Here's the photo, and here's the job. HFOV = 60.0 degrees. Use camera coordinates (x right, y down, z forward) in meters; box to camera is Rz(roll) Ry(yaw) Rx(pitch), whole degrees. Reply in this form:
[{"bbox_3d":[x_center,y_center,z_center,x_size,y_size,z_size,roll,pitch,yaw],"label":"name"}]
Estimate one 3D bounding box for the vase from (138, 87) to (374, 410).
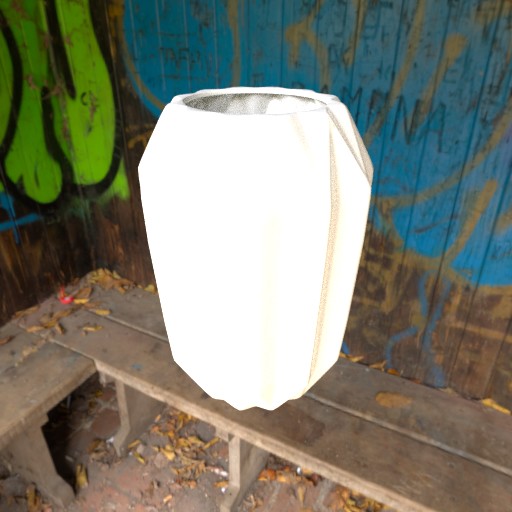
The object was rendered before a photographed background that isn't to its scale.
[{"bbox_3d":[0.000,0.000,0.406,0.195,0.275,0.195,0,29,0],"label":"vase"}]
